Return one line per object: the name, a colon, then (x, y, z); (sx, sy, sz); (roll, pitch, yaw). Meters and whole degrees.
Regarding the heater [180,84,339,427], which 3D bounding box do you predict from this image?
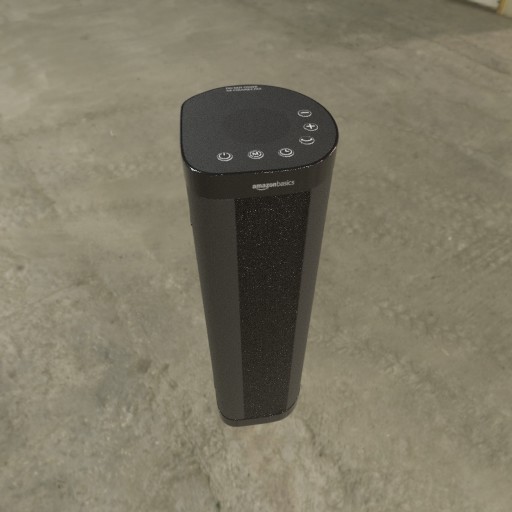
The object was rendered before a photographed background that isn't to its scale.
heater: (0.000, 0.000, 0.703); (0.174, 0.552, 0.312); (-5, 47, -5)
